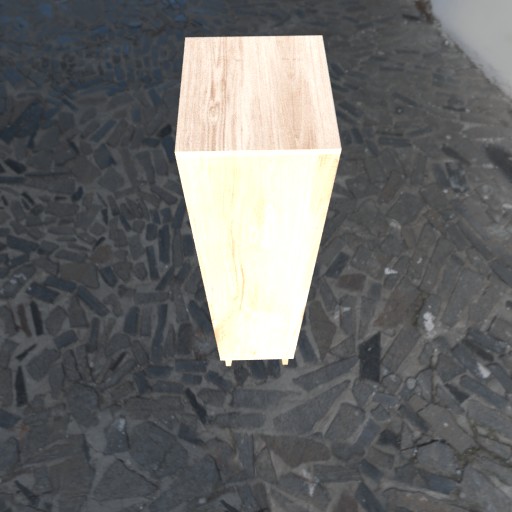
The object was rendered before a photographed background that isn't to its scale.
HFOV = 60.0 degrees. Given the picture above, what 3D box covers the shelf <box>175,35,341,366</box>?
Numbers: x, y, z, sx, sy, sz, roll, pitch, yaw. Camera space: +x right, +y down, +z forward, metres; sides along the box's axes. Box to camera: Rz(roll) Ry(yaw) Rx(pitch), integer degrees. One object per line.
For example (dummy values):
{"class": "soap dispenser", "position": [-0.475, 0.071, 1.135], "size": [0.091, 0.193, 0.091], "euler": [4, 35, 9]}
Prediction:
{"class": "shelf", "position": [0.000, 0.000, 2.166], "size": [0.450, 1.960, 0.510], "euler": [-1, 59, -1]}
